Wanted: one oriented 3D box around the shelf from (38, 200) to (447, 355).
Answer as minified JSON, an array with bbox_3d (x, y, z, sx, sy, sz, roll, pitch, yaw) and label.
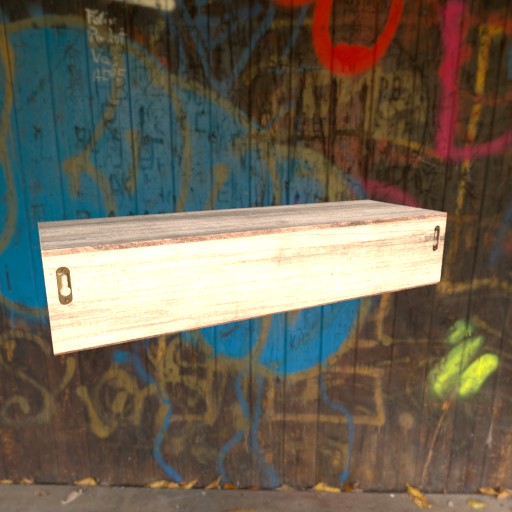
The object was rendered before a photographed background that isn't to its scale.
[{"bbox_3d":[0.000,0.000,0.705,0.610,0.125,0.200,-7,16,-26],"label":"shelf"}]
